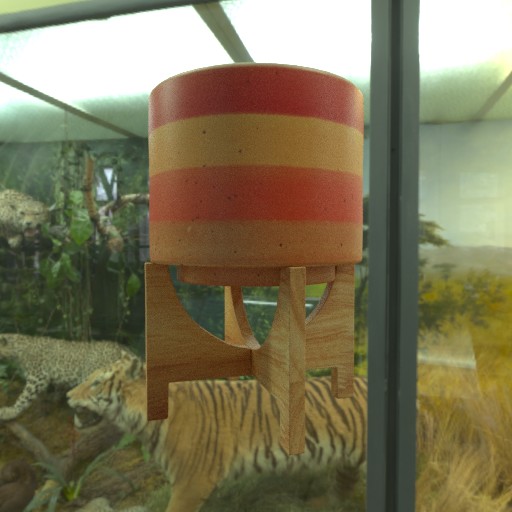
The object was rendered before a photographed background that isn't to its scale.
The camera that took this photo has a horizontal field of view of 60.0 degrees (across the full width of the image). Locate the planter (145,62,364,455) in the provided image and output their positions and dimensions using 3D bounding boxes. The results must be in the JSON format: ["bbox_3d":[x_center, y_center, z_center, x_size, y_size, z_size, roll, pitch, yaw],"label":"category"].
[{"bbox_3d":[0.000,0.000,0.553,0.269,0.379,0.269,0,2,0],"label":"planter"}]
